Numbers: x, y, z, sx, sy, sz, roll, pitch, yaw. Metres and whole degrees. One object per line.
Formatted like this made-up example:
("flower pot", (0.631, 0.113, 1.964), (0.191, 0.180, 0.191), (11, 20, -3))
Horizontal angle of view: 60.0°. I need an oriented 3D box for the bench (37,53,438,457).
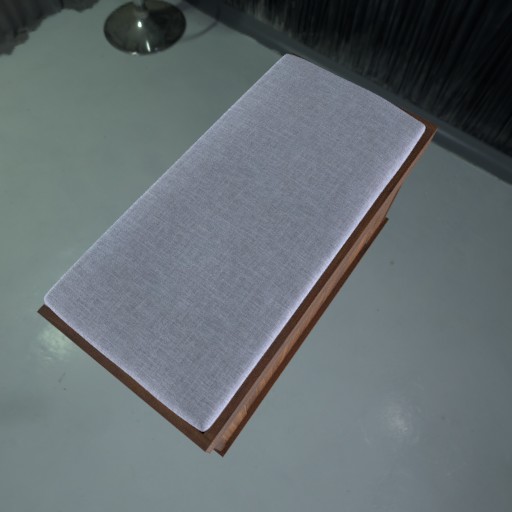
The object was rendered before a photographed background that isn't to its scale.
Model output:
("bench", (0.000, 0.000, 0.981), (0.362, 0.461, 0.734), (34, 69, 15))
